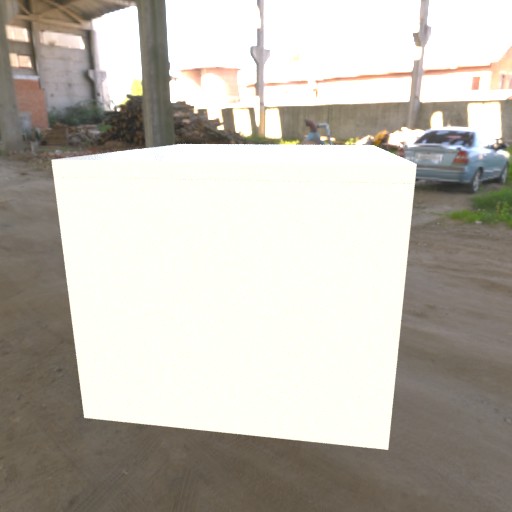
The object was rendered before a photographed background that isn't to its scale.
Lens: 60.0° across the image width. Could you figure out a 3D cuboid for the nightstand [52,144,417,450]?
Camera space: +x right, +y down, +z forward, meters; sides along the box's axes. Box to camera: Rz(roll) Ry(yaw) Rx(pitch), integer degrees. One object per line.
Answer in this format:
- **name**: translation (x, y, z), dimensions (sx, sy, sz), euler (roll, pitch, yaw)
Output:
- **nightstand**: translation (0.000, 0.000, 0.757), dimensions (0.408, 0.351, 0.470), euler (3, 16, 9)
